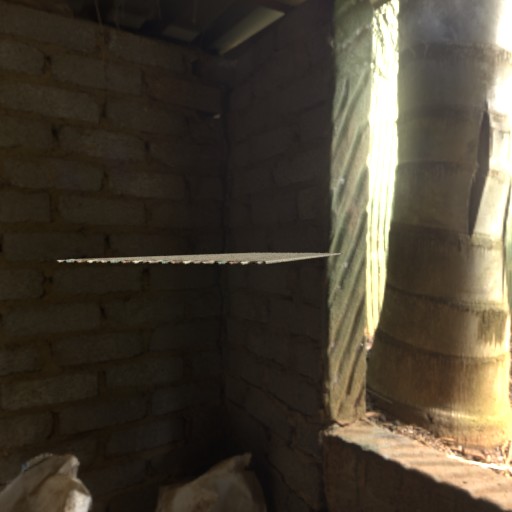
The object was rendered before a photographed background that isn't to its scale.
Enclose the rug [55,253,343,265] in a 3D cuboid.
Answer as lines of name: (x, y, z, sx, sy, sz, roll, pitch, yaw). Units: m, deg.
rug: (0.000, 0.000, 2.640, 0.769, 0.013, 2.440, 0, 1, 17)
